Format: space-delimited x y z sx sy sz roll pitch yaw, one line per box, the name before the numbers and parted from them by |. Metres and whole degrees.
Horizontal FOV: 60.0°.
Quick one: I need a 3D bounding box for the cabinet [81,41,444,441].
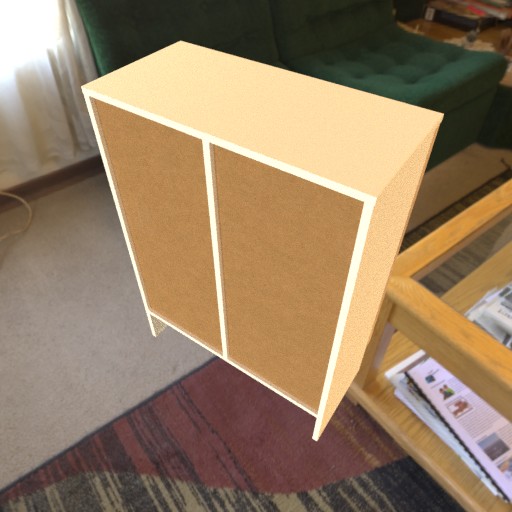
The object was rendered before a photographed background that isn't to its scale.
cabinet | 0.000 0.000 1.094 0.600 0.815 0.296 26 51 23
